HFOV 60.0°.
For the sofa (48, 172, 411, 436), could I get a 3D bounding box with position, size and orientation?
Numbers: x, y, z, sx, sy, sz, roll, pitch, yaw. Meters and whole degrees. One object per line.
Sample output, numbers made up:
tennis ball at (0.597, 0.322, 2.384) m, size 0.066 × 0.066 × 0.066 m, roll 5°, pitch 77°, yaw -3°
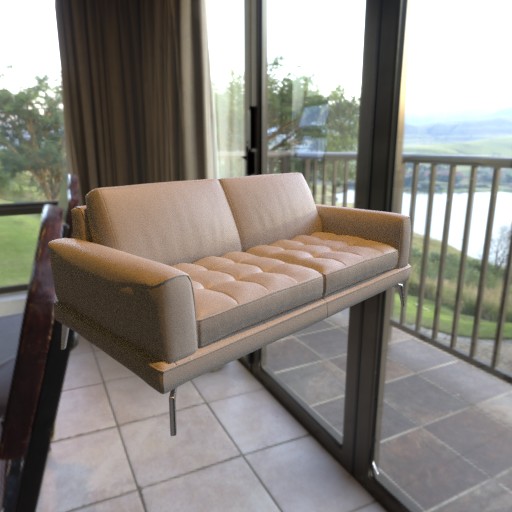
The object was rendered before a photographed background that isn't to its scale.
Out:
sofa at (0.000, 0.000, 2.786) m, size 1.121 × 0.930 × 2.177 m, roll 14°, pitch 20°, yaw 43°
